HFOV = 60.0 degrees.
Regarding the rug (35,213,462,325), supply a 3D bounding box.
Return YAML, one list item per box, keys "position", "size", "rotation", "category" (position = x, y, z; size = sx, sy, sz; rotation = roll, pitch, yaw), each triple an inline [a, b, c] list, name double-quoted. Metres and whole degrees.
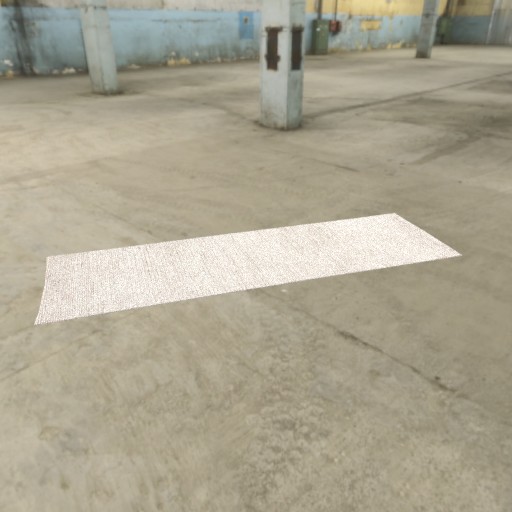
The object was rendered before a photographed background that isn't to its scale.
- position: [0.000, 0.000, 2.610]
  size: [2.346, 0.013, 0.712]
  rotation: [-8, 28, -15]
  category: "rug"
